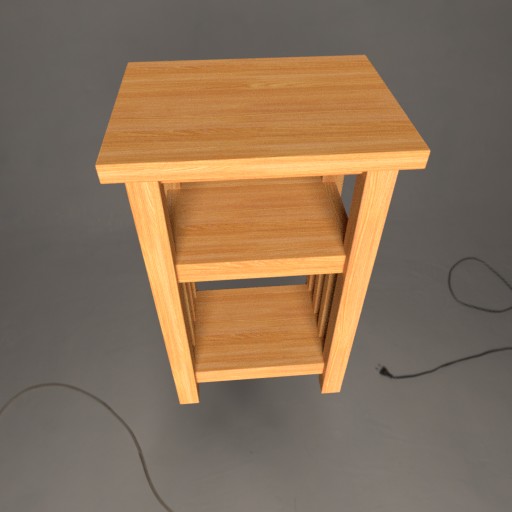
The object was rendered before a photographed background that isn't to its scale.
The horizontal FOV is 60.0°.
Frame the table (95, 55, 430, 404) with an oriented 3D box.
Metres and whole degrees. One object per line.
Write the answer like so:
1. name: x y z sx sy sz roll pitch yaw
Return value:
1. table: 0.000 0.000 0.748 0.350 0.550 0.270 -3 45 -3
